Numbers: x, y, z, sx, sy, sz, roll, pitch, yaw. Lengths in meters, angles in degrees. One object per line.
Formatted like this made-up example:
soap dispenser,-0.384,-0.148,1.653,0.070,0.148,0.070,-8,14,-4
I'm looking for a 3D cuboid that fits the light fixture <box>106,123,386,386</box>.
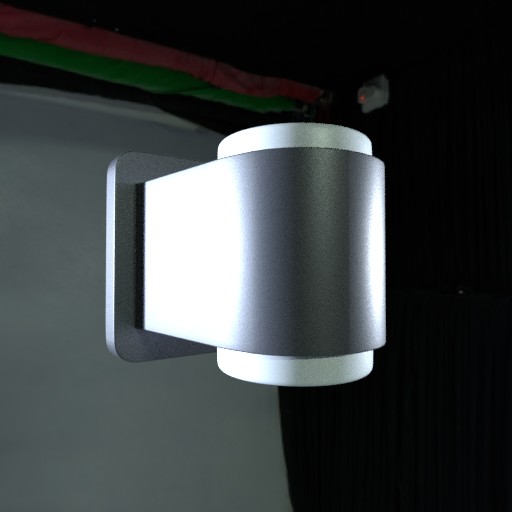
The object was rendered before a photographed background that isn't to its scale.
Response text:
light fixture,0.000,0.000,0.216,0.109,0.109,0.132,1,-2,-36
